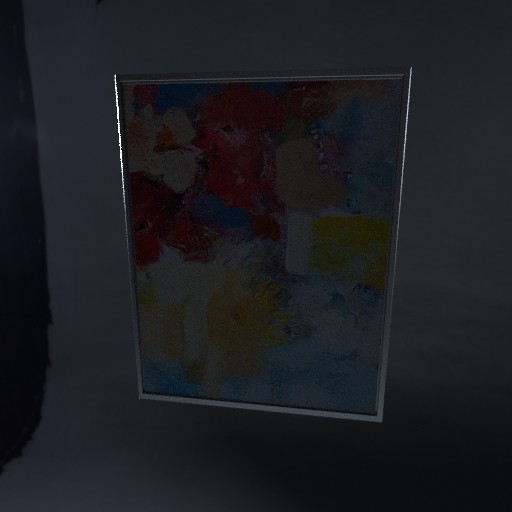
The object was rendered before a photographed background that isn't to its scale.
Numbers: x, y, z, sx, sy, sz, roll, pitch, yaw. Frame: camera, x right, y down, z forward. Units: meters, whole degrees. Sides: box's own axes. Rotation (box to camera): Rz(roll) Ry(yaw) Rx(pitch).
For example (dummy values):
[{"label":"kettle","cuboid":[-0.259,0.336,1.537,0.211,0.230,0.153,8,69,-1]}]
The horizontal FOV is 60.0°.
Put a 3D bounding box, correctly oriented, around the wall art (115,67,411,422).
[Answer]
[{"label":"wall art","cuboid":[0.000,0.000,1.352,0.816,1.046,0.030,2,15,9]}]
